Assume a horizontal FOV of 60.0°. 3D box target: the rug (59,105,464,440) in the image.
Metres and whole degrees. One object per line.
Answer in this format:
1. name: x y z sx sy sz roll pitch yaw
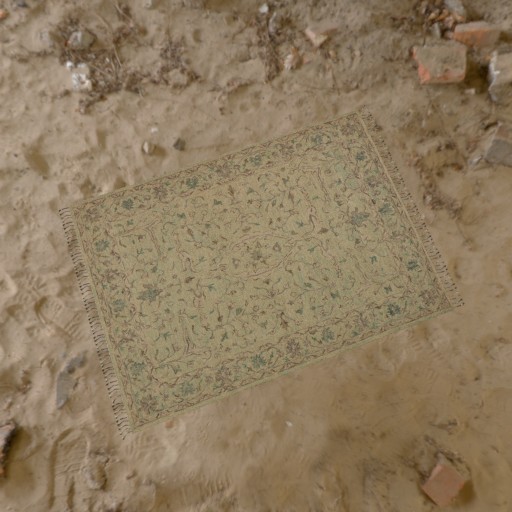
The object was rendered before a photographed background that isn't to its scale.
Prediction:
1. rug: 0.000 0.000 2.302 1.802 0.008 1.247 -20 76 -5
